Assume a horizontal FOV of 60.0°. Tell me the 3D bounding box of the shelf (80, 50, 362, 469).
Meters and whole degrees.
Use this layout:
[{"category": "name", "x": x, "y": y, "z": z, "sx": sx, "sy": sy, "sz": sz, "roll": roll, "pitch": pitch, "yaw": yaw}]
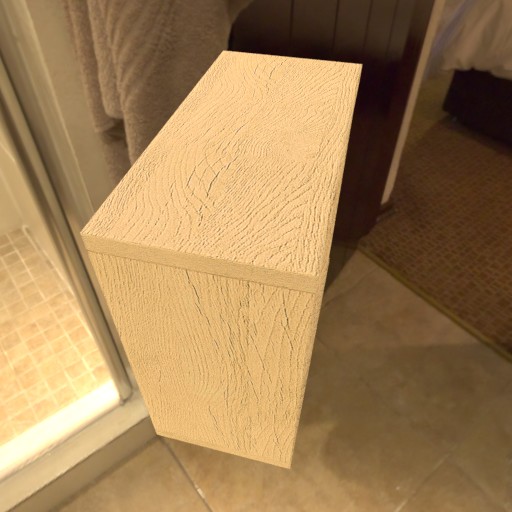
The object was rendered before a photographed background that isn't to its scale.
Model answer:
[{"category": "shelf", "x": 0.000, "y": 0.000, "z": 1.234, "sx": 0.390, "sy": 0.786, "sz": 0.790, "roll": 10, "pitch": 46, "yaw": 10}]
